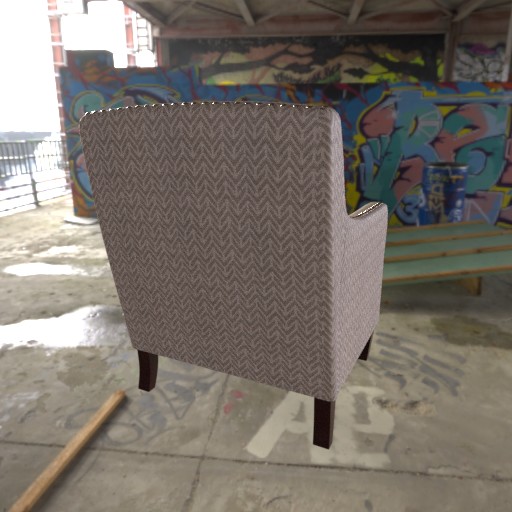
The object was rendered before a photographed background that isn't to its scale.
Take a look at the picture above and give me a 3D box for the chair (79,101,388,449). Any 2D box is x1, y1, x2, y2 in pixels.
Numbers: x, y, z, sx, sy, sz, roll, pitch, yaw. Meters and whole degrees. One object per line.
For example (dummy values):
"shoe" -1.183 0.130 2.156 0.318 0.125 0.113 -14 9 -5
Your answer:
"chair" 0.000 0.000 1.286 0.623 0.816 0.651 8 18 25
